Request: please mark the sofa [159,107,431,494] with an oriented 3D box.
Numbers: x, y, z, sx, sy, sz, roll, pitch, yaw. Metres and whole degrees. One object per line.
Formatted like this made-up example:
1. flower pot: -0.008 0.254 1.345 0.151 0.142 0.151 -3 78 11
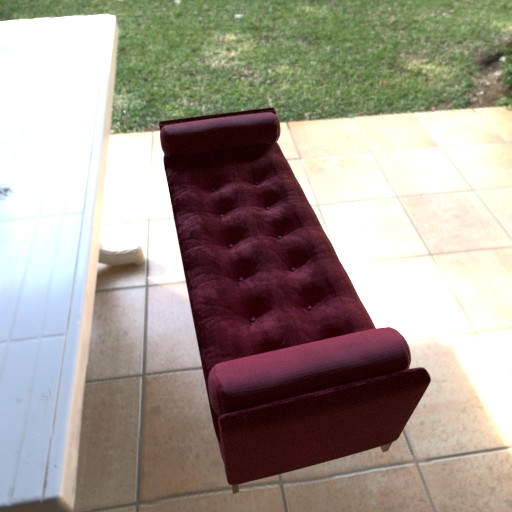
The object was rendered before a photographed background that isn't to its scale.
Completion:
1. sofa: 0.000 0.000 2.420 0.796 0.705 2.102 -10 47 -10
